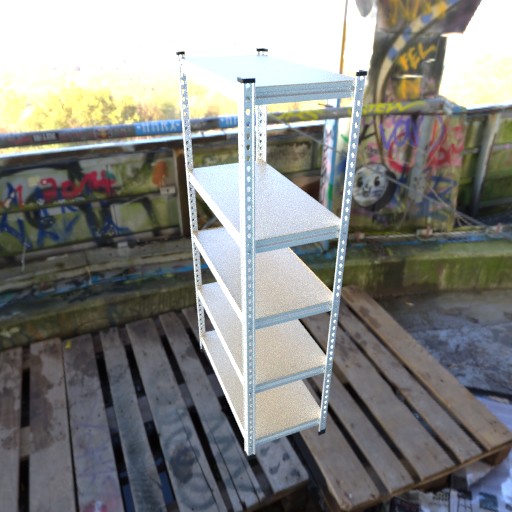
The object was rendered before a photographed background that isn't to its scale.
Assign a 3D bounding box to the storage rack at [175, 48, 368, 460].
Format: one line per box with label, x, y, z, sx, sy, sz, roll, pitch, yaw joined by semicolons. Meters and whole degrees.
storage rack;0.000;0.000;2.246;0.457;1.829;0.914;-11;32;-19
